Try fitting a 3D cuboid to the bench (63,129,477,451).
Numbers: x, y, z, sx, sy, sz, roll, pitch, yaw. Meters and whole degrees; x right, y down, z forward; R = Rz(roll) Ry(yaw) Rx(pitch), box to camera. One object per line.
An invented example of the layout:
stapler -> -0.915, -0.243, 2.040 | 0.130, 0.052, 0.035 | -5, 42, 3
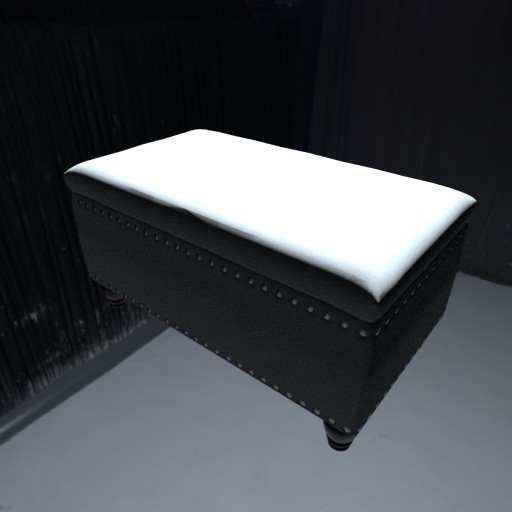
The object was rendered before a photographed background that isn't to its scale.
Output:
bench -> 0.000, 0.000, 1.169 | 0.887, 0.449, 0.500 | 23, 38, 33
